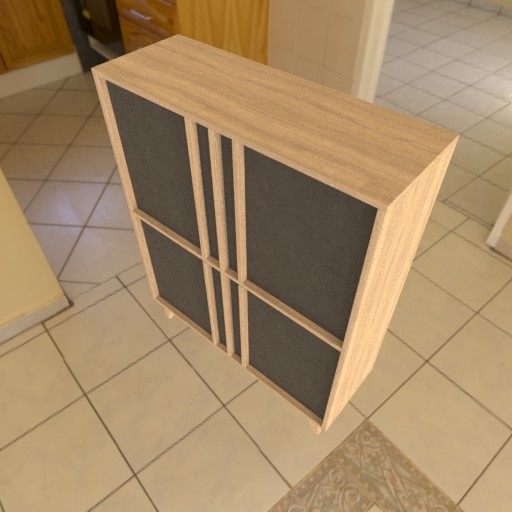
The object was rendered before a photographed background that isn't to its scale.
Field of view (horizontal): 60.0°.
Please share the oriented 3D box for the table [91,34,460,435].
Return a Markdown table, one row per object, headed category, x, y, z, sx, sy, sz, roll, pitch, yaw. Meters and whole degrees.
| category | x | y | z | sx | sy | sz | roll | pitch | yaw |
| --- | --- | --- | --- | --- | --- | --- | --- | --- | --- |
| table | 0.000 | 0.000 | 1.842 | 1.111 | 1.388 | 0.398 | 31 | 54 | 27 |
